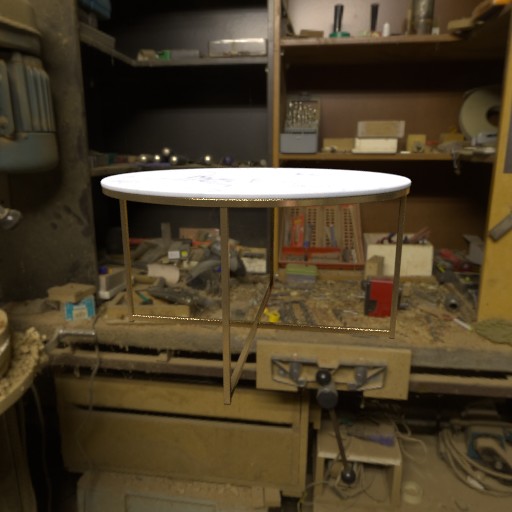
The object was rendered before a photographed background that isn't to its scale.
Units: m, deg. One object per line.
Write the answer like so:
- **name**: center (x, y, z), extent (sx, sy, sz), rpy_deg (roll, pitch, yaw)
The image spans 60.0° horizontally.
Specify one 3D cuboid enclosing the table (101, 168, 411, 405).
- **table**: center (0.000, 0.000, 1.261), extent (0.800, 0.450, 0.800), rpy_deg (0, 14, 0)
